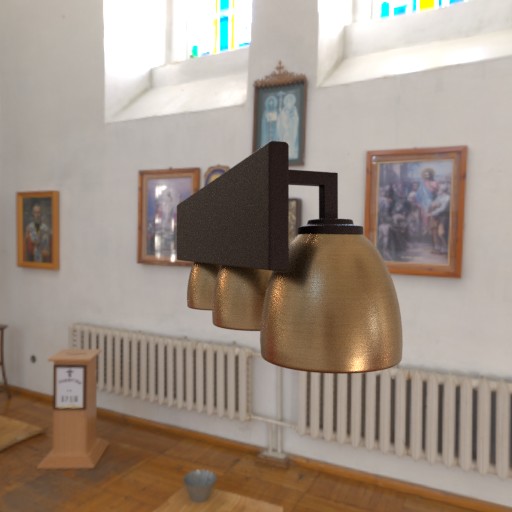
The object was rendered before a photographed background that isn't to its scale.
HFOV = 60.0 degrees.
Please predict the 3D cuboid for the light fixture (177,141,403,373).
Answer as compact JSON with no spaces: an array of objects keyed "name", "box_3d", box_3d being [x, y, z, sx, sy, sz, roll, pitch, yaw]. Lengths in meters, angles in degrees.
[{"name":"light fixture","box_3d":[0.000,0.000,0.664,0.157,0.204,0.582,0,1,-18]}]
